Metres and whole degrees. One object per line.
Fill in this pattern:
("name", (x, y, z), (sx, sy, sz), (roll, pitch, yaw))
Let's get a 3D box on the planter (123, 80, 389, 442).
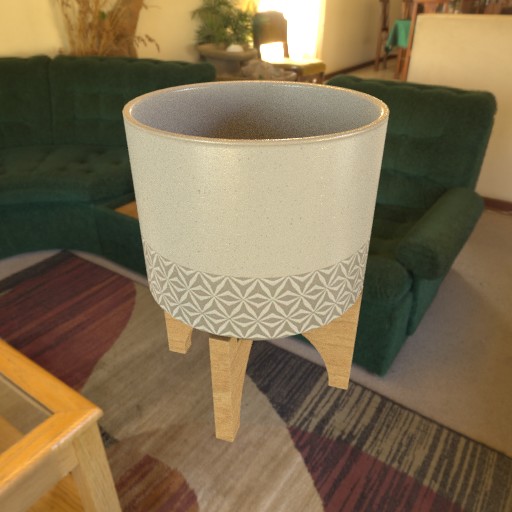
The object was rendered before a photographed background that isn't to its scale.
("planter", (0.000, 0.000, 0.514), (0.249, 0.343, 0.249), (0, 31, 0))
